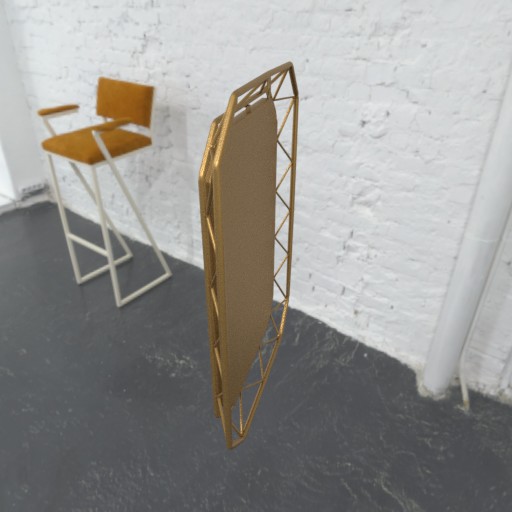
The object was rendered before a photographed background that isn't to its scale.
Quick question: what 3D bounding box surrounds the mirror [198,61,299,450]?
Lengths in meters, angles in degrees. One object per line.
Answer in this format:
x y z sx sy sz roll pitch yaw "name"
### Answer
0.000 0.000 0.726 0.042 0.566 0.417 8 31 14 "mirror"
